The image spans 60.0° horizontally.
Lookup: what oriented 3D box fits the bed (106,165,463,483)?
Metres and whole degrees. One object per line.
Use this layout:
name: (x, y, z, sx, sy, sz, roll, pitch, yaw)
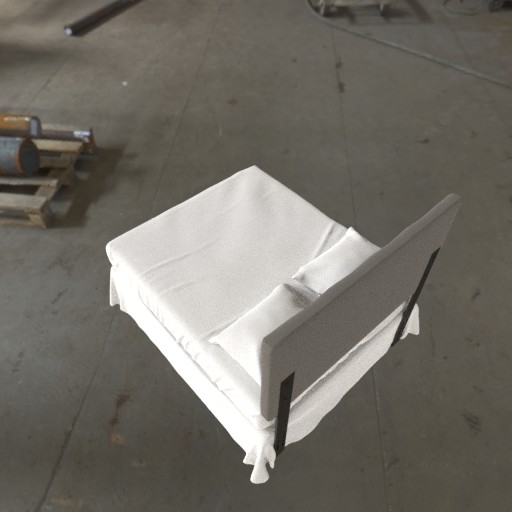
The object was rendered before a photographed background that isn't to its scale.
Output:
bed: (0.000, 0.000, 3.464, 1.936, 1.577, 2.222, -33, 56, -27)
